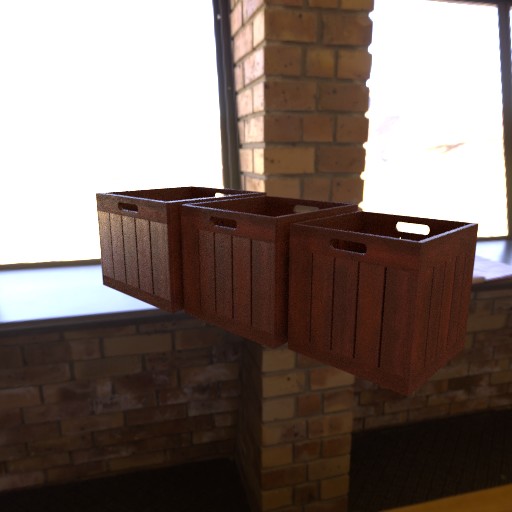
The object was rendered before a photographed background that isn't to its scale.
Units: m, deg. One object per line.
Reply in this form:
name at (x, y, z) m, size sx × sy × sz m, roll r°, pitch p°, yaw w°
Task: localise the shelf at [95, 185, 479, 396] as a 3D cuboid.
shelf at (0.000, 0.000, 1.249) m, size 1.064 × 0.311 × 0.393 m, roll 13°, pitch 19°, yaw 42°
